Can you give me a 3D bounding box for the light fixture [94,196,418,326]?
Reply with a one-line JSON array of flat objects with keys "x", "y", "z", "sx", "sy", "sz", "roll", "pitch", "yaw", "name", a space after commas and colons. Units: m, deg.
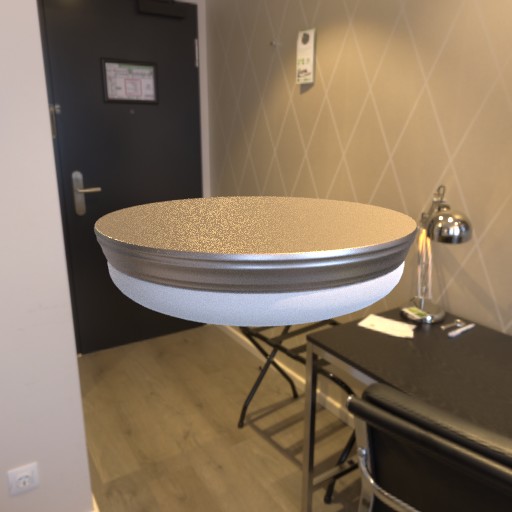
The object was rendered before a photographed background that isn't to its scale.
[{"x": 0.000, "y": 0.000, "z": 0.546, "sx": 0.368, "sy": 0.100, "sz": 0.368, "roll": 0, "pitch": 15, "yaw": 0, "name": "light fixture"}]
